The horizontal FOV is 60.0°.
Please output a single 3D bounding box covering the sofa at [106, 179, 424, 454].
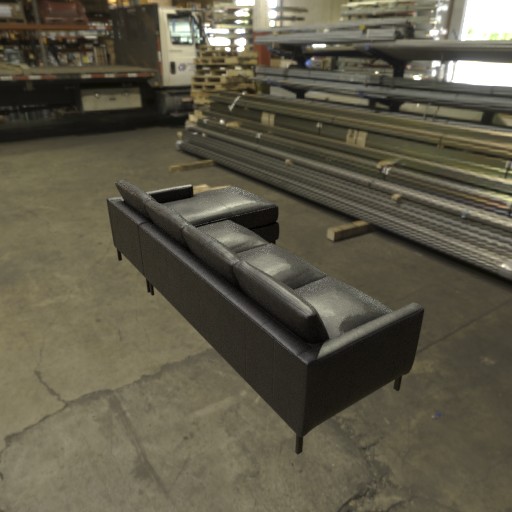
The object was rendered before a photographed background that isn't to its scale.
[{"bbox_3d":[0.000,0.000,3.637,1.471,0.859,2.993,-17,31,-31],"label":"sofa"}]
